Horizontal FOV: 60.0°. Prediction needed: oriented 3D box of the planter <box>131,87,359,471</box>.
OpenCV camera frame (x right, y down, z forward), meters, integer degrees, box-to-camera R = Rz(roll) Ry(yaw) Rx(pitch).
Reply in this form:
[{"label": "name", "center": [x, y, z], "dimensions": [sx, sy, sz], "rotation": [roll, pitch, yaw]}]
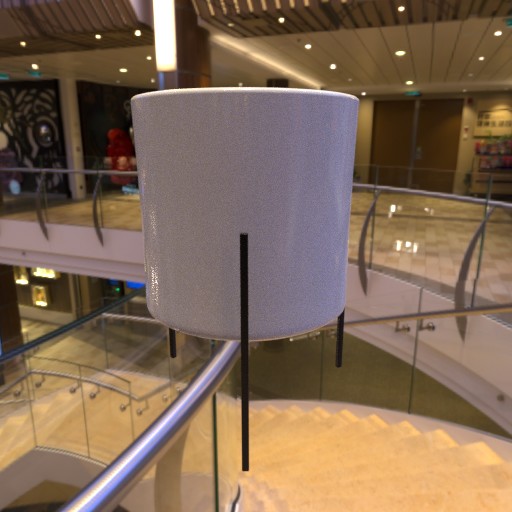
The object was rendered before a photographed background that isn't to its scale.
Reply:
[{"label": "planter", "center": [0.000, 0.000, 0.721], "dimensions": [0.361, 0.480, 0.360], "rotation": [-7, 16, -25]}]
